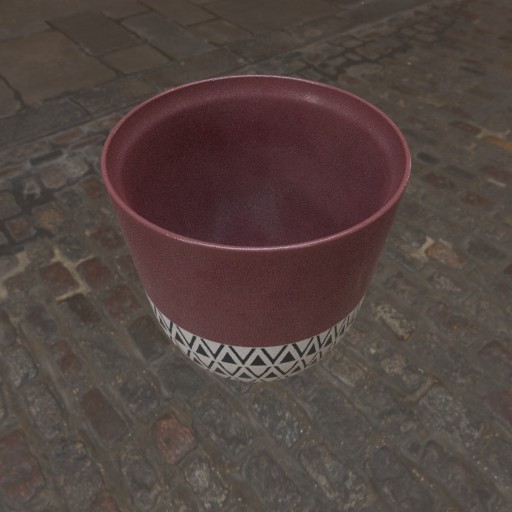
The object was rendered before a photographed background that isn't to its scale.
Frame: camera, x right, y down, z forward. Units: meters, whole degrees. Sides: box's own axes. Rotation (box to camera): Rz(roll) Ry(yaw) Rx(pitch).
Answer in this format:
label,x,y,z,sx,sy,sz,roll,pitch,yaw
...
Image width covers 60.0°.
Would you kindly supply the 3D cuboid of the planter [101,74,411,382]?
label,x,y,z,sx,sy,sz,roll,pitch,yaw
planter,0.000,0.000,0.362,0.195,0.214,0.195,0,47,0
